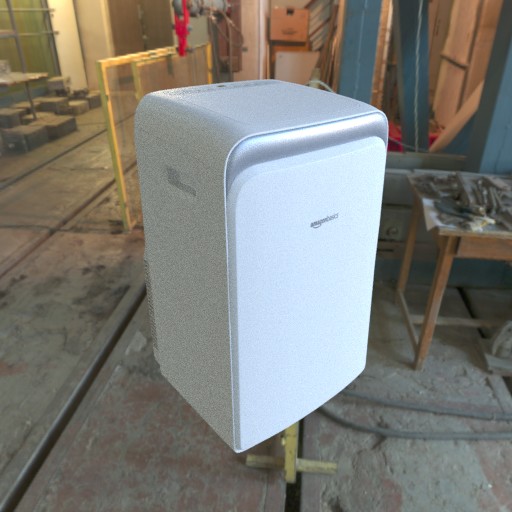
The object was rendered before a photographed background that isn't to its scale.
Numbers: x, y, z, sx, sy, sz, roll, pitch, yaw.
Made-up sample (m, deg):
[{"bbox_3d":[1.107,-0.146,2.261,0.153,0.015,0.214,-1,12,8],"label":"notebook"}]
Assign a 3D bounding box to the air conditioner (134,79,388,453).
[{"bbox_3d":[0.000,0.000,1.096,0.478,0.765,0.467,-21,35,-33],"label":"air conditioner"}]
